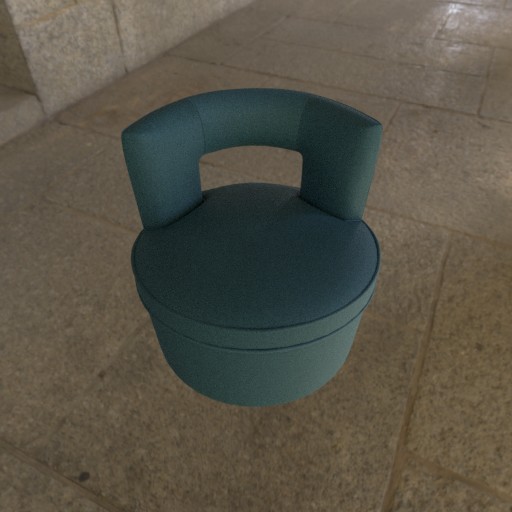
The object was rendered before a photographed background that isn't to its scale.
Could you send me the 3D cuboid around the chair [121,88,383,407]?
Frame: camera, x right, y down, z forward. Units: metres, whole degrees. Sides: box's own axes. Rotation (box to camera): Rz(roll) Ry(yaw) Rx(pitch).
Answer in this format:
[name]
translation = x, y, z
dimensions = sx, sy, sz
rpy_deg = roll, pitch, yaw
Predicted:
[chair]
translation = 0.000, 0.000, 1.263
dimensions = 0.684, 0.711, 0.660
rpy_deg = -3, 45, -3
